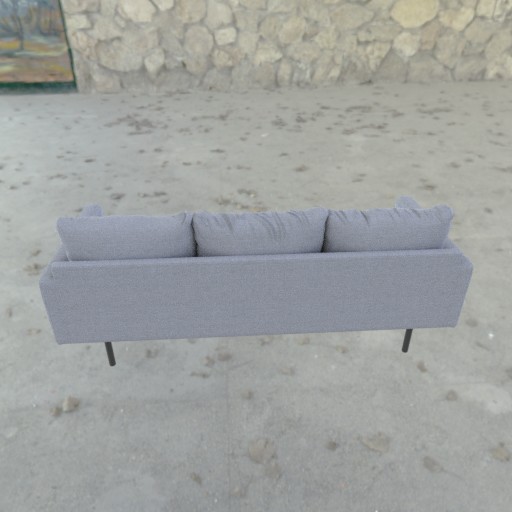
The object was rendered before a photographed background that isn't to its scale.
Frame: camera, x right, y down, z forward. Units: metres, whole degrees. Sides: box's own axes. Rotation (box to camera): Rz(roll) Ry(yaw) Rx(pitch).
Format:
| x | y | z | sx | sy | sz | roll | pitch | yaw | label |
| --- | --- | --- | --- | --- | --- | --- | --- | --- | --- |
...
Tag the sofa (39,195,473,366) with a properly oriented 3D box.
| x | y | z | sx | sy | sz | roll | pitch | yaw | label |
| --- | --- | --- | --- | --- | --- | --- | --- | --- | --- |
| 0.000 | 0.000 | 2.449 | 2.000 | 0.830 | 0.850 | -2 | 31 | -3 | sofa |
